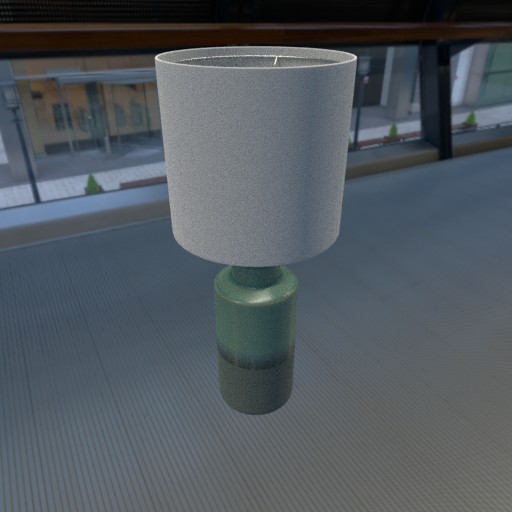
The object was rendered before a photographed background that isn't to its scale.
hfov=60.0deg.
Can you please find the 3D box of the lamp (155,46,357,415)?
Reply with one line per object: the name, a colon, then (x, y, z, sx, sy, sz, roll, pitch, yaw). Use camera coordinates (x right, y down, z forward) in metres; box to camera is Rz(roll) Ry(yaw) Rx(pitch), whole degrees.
lamp: (0.000, 0.000, 0.594, 0.212, 0.493, 0.212, 8, 31, 13)
